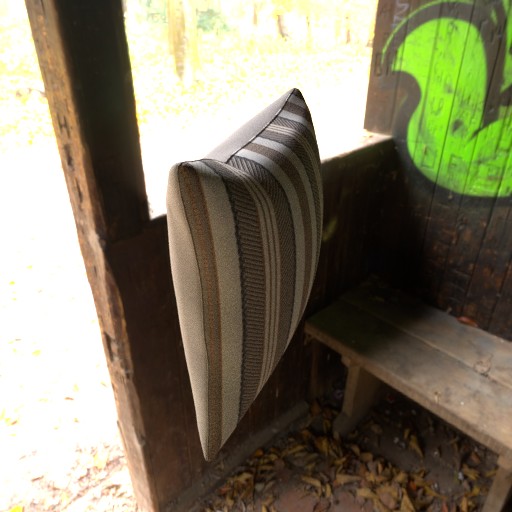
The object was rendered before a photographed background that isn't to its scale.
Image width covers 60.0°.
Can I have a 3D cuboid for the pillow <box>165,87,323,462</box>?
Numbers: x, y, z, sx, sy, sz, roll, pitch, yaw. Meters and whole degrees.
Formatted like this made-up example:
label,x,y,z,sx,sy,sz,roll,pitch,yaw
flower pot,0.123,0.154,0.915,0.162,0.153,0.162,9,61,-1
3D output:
label,x,y,z,sx,sy,sz,roll,pitch,yaw
pillow,0.000,0.000,0.639,0.173,0.401,0.416,9,31,16
